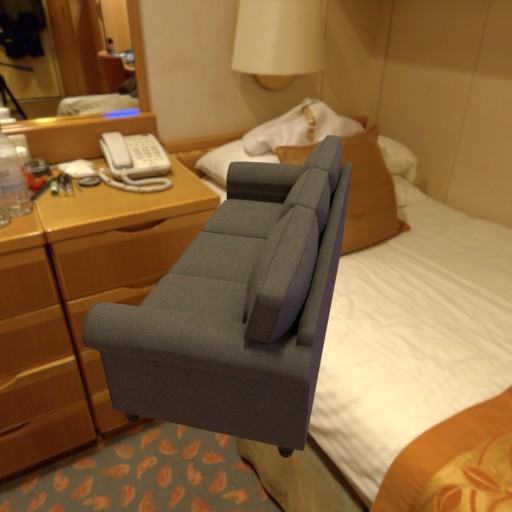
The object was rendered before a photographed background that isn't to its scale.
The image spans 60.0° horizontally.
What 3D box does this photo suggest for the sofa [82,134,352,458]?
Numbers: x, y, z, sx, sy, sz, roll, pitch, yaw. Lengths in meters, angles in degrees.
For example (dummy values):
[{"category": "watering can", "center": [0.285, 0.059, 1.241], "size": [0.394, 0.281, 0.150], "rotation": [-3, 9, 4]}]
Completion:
[{"category": "sofa", "center": [0.000, 0.000, 2.566], "size": [0.909, 0.966, 2.084], "rotation": [7, 31, 12]}]
